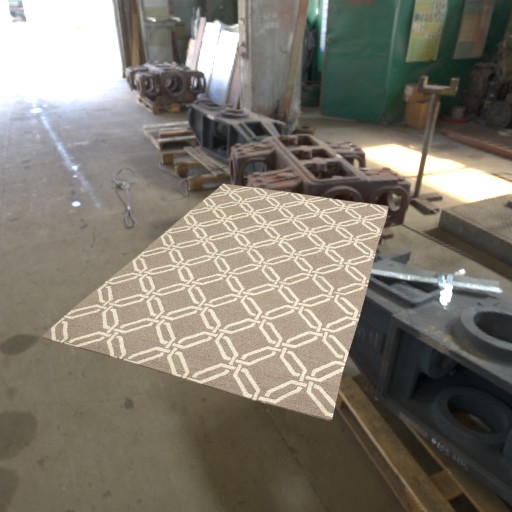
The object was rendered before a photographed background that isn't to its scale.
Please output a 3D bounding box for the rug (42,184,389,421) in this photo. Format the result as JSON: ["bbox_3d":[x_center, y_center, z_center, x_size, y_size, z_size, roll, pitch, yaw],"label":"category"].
[{"bbox_3d":[0.000,0.000,2.241,1.142,0.010,1.748,10,32,17],"label":"rug"}]
